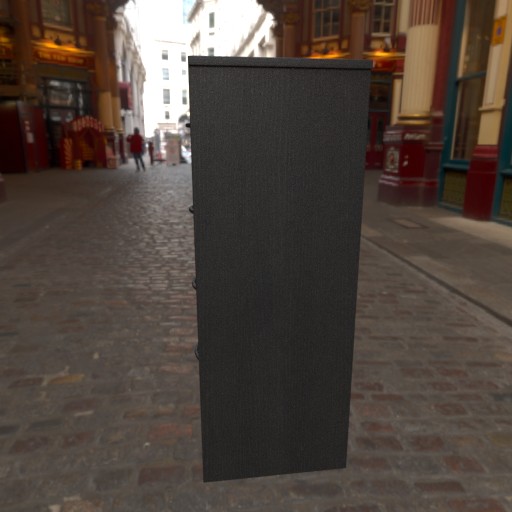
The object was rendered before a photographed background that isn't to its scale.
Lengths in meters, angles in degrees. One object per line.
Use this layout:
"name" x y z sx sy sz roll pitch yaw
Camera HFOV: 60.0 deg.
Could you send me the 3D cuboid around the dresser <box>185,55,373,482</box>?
"dresser" 0.000 0.000 1.365 0.398 1.020 0.700 -2 15 -8
